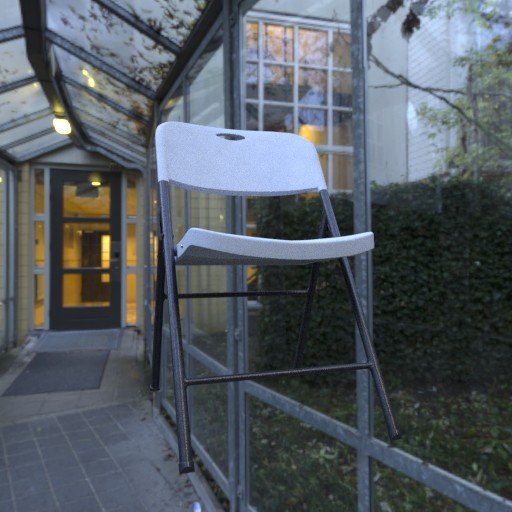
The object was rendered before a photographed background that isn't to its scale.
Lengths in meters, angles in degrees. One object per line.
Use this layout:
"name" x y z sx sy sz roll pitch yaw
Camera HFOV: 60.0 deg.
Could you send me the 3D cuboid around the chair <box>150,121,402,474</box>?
"chair" 0.000 0.000 1.161 0.494 0.810 0.566 0 0 -19
